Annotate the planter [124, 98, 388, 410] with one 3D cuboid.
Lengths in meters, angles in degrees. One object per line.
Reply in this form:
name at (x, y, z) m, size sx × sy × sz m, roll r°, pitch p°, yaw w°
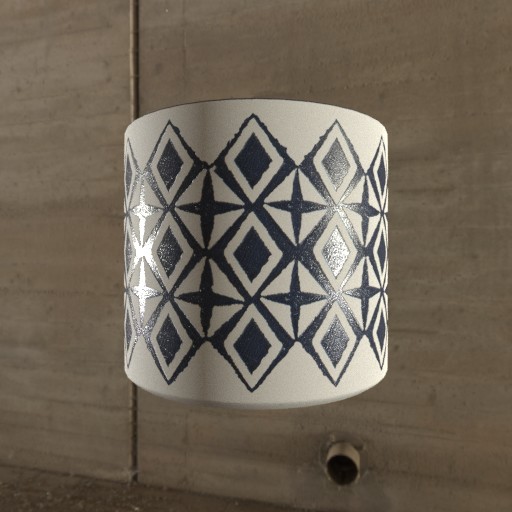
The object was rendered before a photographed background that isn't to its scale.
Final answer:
planter at (0.000, 0.000, 0.279) m, size 0.159 × 0.144 × 0.159 m, roll 0°, pitch 0°, yaw 0°
